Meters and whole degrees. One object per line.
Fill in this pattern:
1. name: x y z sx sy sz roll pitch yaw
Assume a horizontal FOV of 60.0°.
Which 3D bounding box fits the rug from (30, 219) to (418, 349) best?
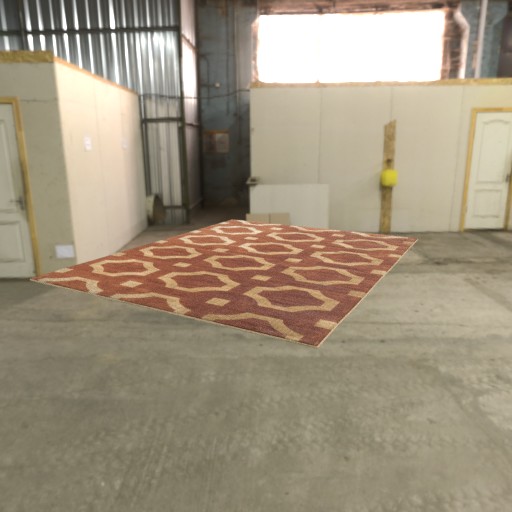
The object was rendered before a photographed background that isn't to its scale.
1. rug: 0.000 0.000 4.260 2.466 0.021 3.049 8 17 28
